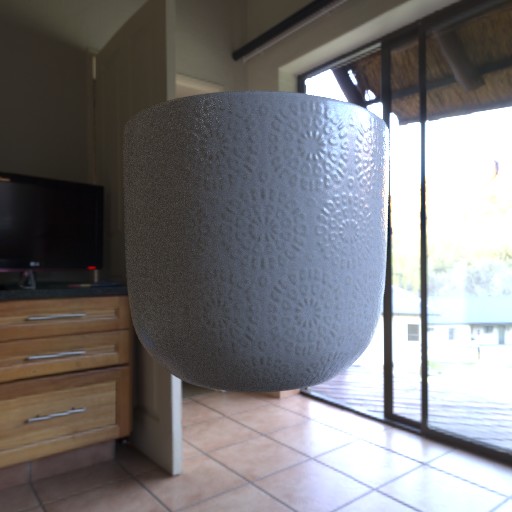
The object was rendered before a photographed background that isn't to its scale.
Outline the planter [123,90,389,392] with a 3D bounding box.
[{"bbox_3d":[0.000,0.000,0.360,0.208,0.190,0.208,0,-1,0],"label":"planter"}]
